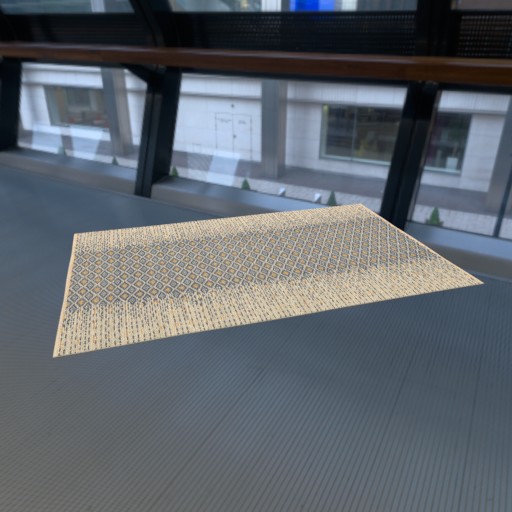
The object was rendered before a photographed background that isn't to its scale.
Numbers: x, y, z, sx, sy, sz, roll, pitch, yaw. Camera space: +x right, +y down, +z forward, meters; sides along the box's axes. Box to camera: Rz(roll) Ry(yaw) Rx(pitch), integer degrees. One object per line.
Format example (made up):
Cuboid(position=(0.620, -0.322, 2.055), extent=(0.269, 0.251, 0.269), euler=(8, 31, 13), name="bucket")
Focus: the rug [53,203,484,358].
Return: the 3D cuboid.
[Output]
Cuboid(position=(0.000, 0.000, 3.051), extent=(2.448, 0.008, 1.541), euler=(-7, 27, -15), name="rug")
